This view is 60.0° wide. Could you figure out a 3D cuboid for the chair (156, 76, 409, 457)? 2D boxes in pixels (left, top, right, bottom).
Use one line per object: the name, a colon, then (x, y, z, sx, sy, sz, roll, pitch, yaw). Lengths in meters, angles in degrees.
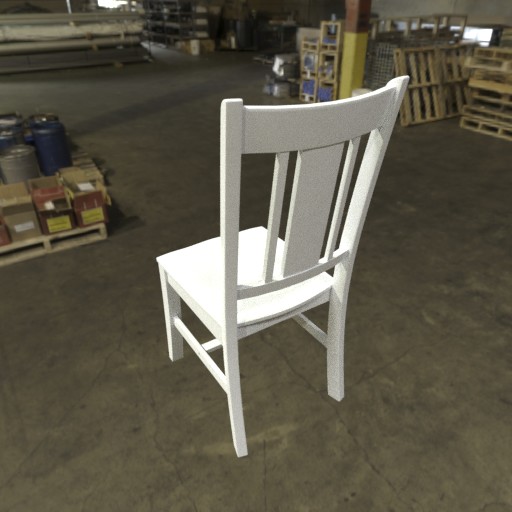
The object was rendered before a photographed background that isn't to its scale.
chair: (0.000, 0.000, 1.274, 0.450, 0.998, 0.555, -18, 35, -28)
